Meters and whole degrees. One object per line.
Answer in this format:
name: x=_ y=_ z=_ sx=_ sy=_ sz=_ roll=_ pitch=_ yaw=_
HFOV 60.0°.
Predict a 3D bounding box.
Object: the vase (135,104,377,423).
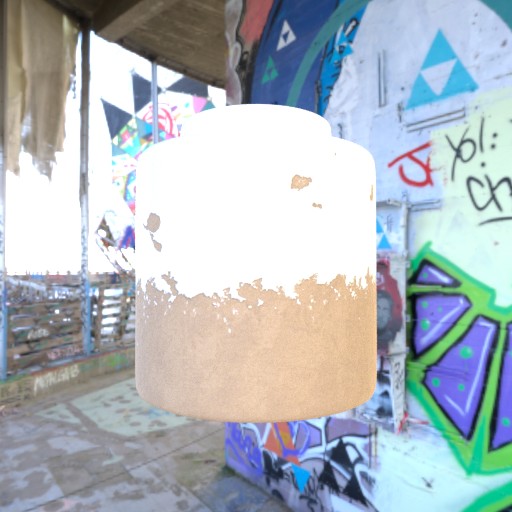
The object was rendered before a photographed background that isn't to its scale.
vase: x=0.000 y=0.000 z=0.292 sx=0.153 sy=0.167 sz=0.153 roll=0 pitch=-1 yaw=0
